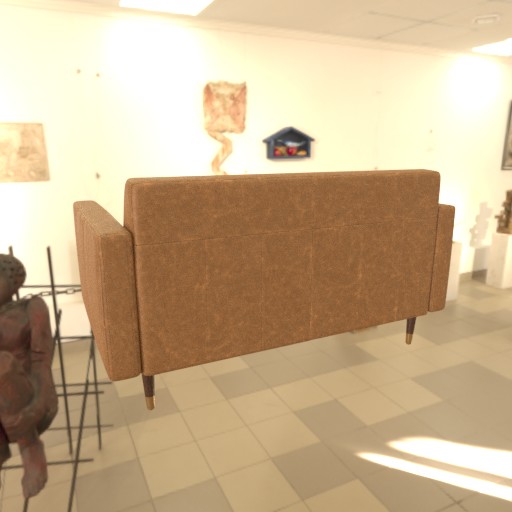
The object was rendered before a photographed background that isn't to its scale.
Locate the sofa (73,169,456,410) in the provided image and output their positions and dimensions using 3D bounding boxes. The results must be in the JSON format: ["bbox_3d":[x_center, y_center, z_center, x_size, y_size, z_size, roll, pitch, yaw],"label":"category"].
[{"bbox_3d":[0.000,0.000,2.107,1.549,0.820,0.960,-7,15,-25],"label":"sofa"}]
